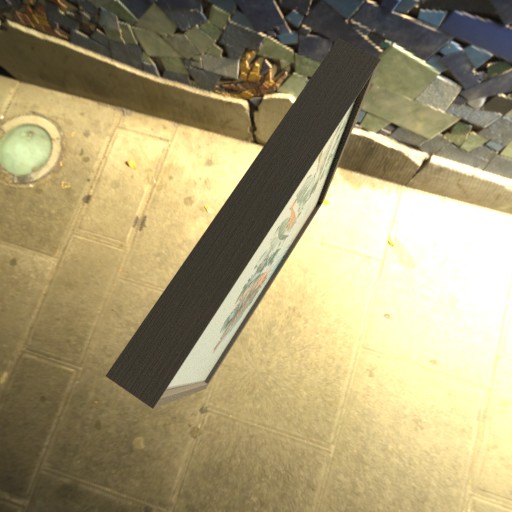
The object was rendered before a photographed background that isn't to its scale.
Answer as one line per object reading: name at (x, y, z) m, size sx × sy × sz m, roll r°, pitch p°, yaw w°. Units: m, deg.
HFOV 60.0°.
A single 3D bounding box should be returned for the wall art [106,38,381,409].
wall art at (0.000, 0.000, 0.462) m, size 0.038 × 0.303 × 0.304 m, roll 31°, pitch 78°, yaw 8°
